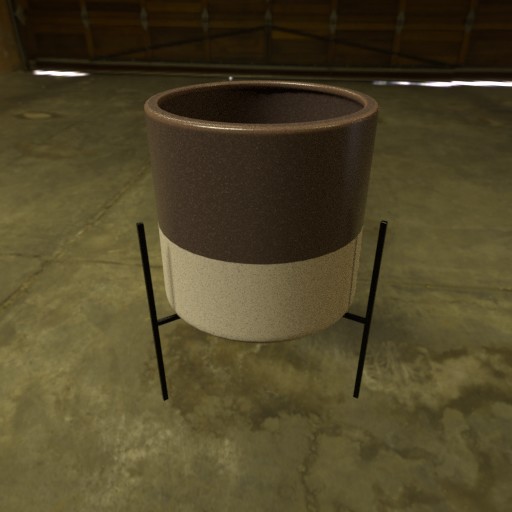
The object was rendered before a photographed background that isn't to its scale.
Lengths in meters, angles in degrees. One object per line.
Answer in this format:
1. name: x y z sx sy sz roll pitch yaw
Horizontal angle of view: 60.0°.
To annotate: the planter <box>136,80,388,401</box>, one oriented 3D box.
1. planter: 0.000 0.000 0.525 0.260 0.353 0.250 -21 37 -32
